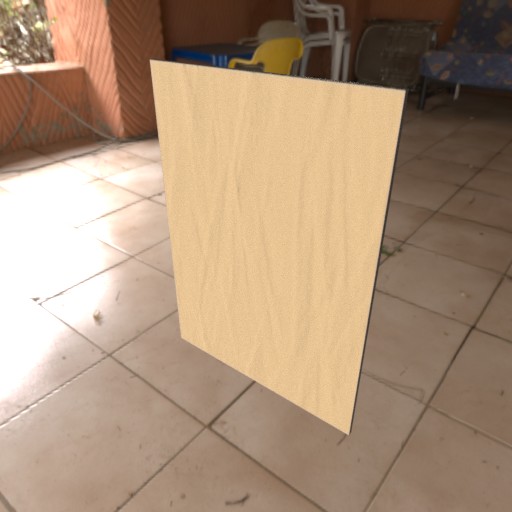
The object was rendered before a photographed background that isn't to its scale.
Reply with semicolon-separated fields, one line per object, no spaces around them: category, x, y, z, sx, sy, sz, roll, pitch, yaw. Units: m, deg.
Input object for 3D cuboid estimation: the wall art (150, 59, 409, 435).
wall art;0.000;0.000;1.437;0.810;1.116;0.016;22;37;32
